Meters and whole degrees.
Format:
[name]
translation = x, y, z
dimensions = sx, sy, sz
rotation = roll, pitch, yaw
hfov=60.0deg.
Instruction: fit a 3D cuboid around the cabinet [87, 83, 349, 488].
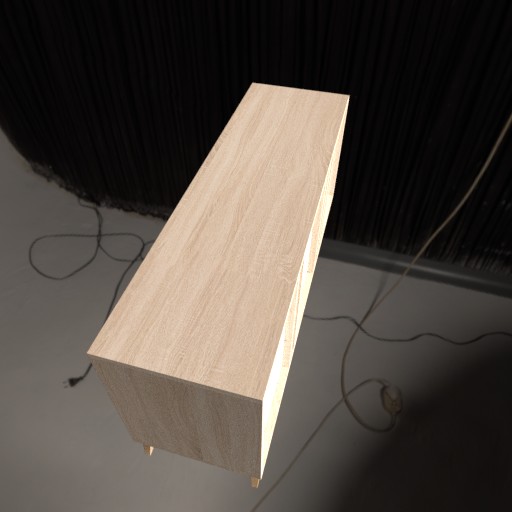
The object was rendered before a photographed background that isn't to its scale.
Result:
[cabinet]
translation = 0.000, 0.000, 1.991
dimensions = 0.500, 0.780, 1.649
rotation = 12, 48, 11
